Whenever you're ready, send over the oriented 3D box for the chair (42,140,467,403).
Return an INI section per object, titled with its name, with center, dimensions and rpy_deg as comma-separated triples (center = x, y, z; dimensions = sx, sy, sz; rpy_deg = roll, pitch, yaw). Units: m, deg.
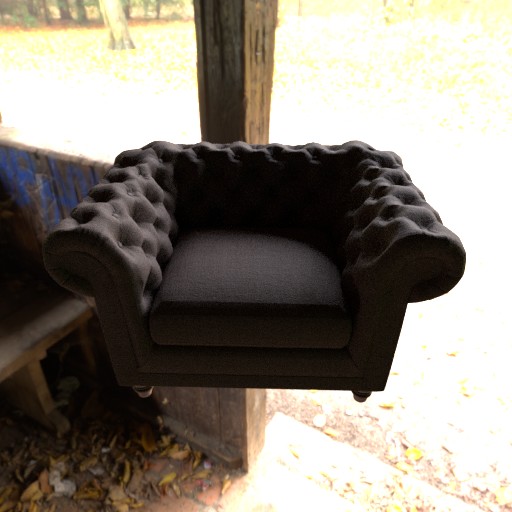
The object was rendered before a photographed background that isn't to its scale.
[chair]
center = 0.000, 0.000, 1.852
dimensions = 1.298, 0.780, 0.945
rpy_deg = 1, 32, 1
